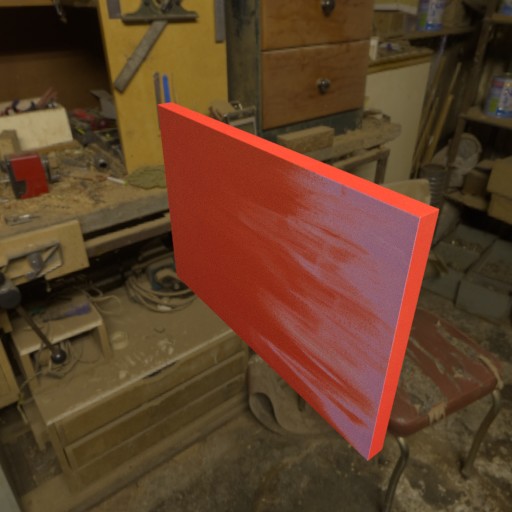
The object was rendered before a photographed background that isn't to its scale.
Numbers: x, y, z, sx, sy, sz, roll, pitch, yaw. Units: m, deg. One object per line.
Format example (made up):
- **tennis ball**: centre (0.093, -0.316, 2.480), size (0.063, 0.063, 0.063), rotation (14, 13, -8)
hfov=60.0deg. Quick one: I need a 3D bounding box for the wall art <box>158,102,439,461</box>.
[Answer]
- **wall art**: centre (0.000, 0.000, 0.771), size (0.033, 0.405, 0.607), rotation (-21, 37, -30)
